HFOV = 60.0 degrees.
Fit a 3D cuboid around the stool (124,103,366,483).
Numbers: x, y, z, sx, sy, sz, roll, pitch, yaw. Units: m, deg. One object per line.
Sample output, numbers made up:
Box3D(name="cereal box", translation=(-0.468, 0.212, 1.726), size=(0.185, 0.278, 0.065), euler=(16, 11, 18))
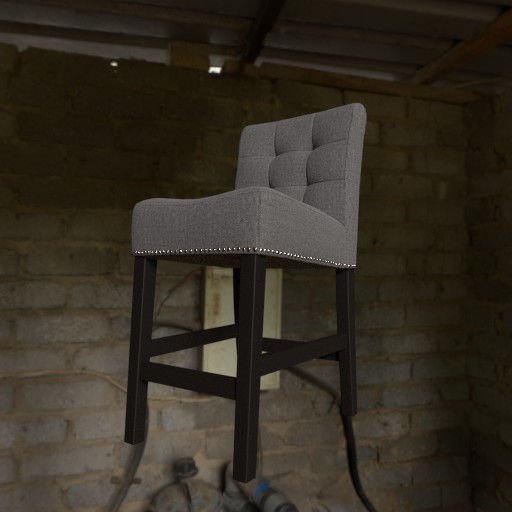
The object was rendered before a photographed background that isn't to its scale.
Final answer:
Box3D(name="stool", translation=(0.000, 0.000, 1.182), size=(0.427, 0.885, 0.571), euler=(-1, -1, 34))
